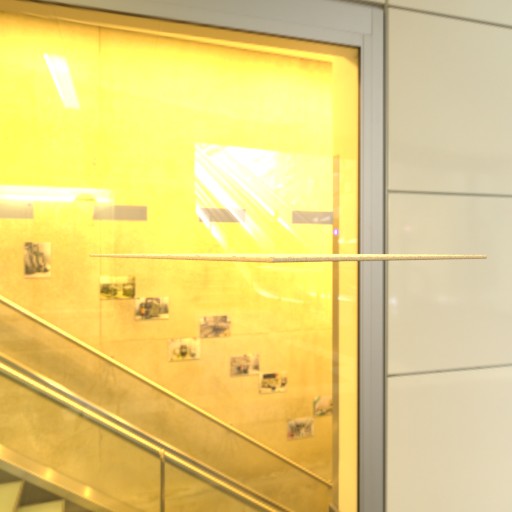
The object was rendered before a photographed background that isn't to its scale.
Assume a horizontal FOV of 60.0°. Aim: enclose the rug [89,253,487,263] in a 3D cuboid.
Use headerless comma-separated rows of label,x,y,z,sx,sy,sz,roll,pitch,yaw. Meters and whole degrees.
rug,0.000,0.000,2.352,1.222,0.015,1.828,0,1,-36
